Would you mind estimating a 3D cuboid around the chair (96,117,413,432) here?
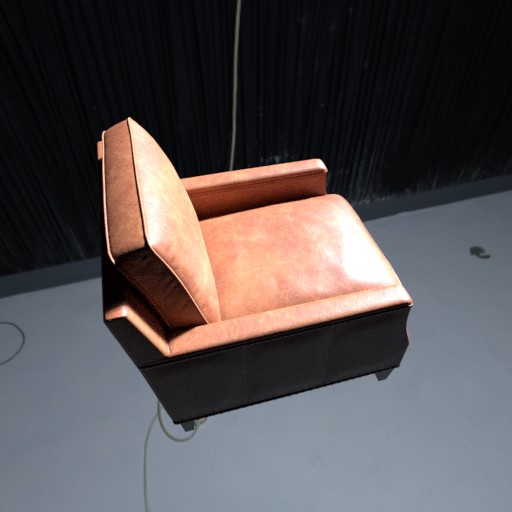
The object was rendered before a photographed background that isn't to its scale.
[{"bbox_3d":[0.000,0.000,1.703,1.014,0.943,0.853,-11,47,-10],"label":"chair"}]
